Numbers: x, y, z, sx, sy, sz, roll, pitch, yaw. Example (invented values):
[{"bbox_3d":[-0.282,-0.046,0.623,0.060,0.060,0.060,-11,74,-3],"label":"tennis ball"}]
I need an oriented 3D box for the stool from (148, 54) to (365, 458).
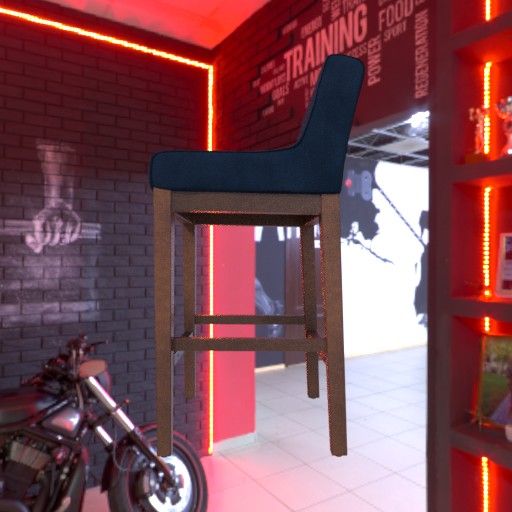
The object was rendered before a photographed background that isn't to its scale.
[{"bbox_3d":[0.000,0.000,1.267,0.516,0.945,0.511,0,0,-1],"label":"stool"}]
